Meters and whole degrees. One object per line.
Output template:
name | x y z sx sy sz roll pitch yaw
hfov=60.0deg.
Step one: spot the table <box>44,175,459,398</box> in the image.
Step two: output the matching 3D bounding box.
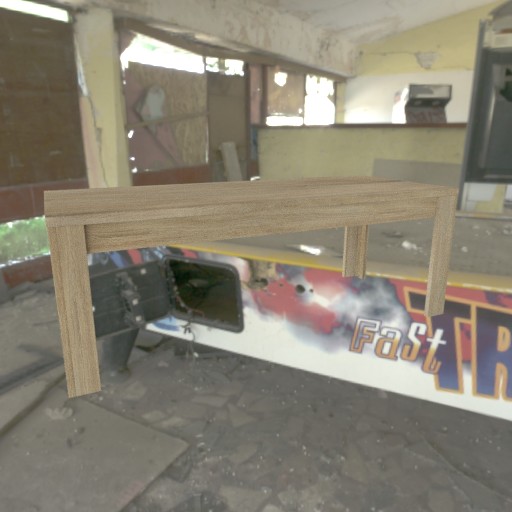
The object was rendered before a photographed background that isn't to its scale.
table | 0.000 0.000 2.642 2.200 0.790 0.900 -7 17 -24
